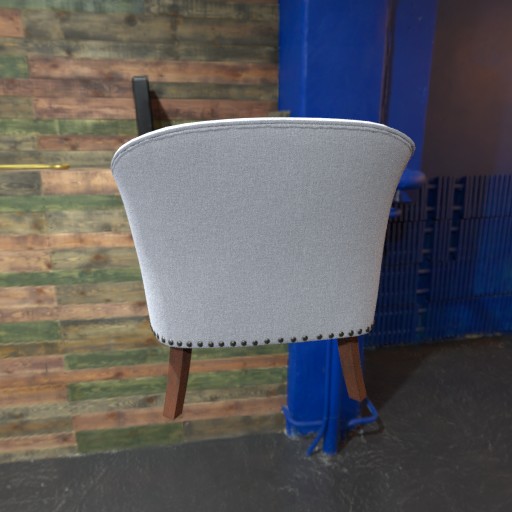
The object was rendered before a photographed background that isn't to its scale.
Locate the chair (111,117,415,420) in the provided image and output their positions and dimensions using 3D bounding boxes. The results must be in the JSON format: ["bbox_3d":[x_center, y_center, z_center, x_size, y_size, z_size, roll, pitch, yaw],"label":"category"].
[{"bbox_3d":[0.000,0.000,1.404,0.798,0.815,0.704,-2,16,-8],"label":"chair"}]
